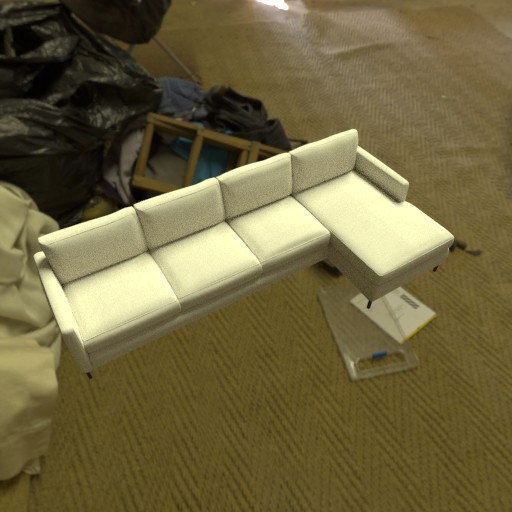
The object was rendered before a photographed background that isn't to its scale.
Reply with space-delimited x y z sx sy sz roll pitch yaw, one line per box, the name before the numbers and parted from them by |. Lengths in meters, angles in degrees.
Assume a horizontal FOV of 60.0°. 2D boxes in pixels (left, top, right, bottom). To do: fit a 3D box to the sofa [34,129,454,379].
sofa | 0.000 0.000 2.830 2.445 0.677 1.126 -24 51 -21
